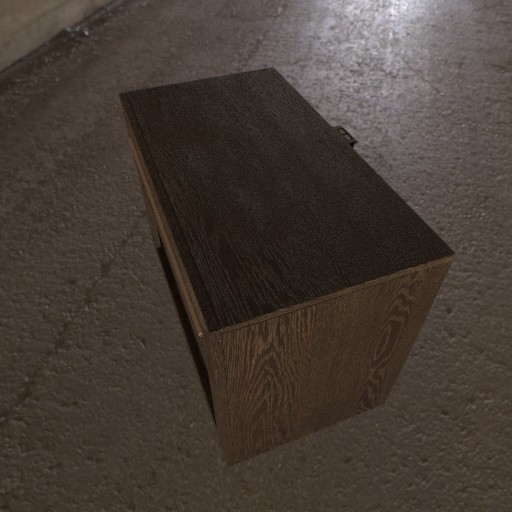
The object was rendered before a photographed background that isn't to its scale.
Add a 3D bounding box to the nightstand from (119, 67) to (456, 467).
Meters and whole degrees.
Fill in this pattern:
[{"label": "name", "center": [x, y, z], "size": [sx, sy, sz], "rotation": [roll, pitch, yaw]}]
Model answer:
[{"label": "nightstand", "center": [0.000, 0.000, 1.153], "size": [0.457, 0.612, 0.775], "rotation": [-16, 48, -15]}]
